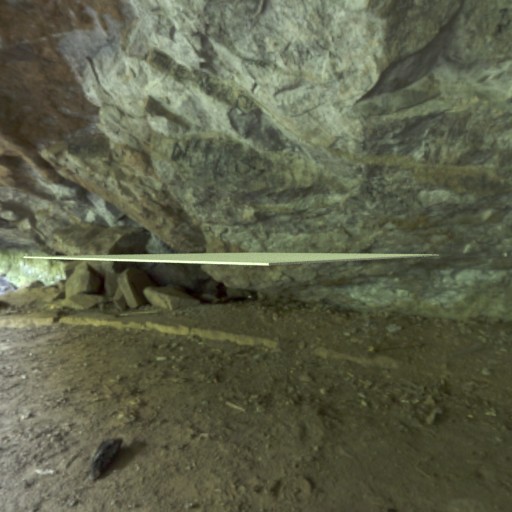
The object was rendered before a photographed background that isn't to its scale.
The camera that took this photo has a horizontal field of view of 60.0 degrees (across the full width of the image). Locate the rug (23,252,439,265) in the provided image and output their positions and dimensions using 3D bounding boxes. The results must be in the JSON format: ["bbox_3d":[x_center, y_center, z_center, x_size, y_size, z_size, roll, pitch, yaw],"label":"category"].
[{"bbox_3d":[0.000,0.000,3.464,2.073,0.011,2.584,1,1,37],"label":"rug"}]
